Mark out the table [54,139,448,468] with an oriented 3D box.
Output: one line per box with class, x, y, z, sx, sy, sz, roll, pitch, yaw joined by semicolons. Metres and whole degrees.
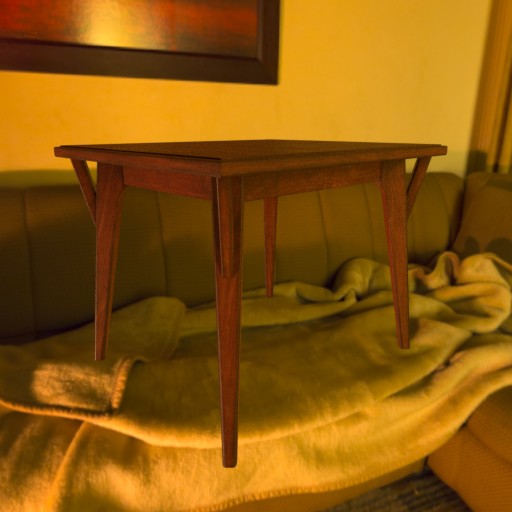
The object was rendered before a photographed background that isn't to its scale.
table;0.000;0.000;1.562;0.991;0.761;0.838;-15;22;-42
